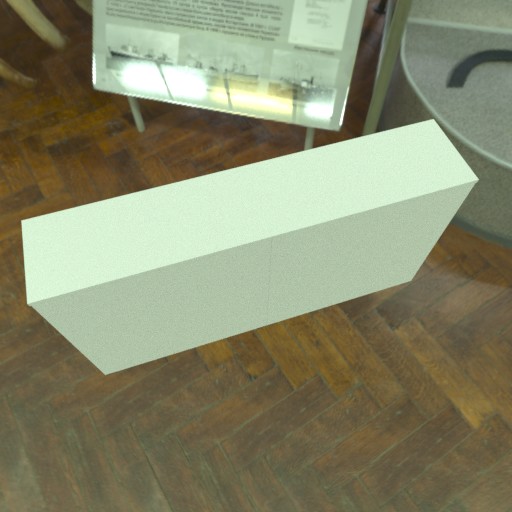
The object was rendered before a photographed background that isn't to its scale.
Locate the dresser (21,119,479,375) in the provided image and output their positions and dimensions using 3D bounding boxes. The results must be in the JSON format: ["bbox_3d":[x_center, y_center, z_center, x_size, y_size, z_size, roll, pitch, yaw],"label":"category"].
[{"bbox_3d":[0.000,0.000,1.856,1.535,0.790,0.333,-16,61,-9],"label":"dresser"}]
